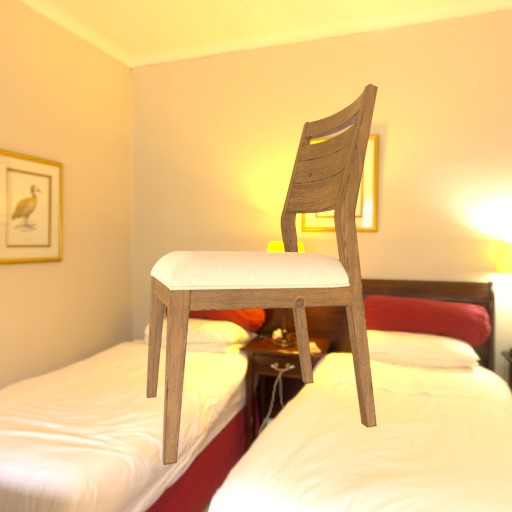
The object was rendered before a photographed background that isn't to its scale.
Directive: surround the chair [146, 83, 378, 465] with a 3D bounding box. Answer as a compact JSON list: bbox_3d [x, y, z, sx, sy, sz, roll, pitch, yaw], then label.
[{"bbox_3d":[0.000,0.000,1.331,0.610,0.939,0.497,-1,2,-18],"label":"chair"}]
